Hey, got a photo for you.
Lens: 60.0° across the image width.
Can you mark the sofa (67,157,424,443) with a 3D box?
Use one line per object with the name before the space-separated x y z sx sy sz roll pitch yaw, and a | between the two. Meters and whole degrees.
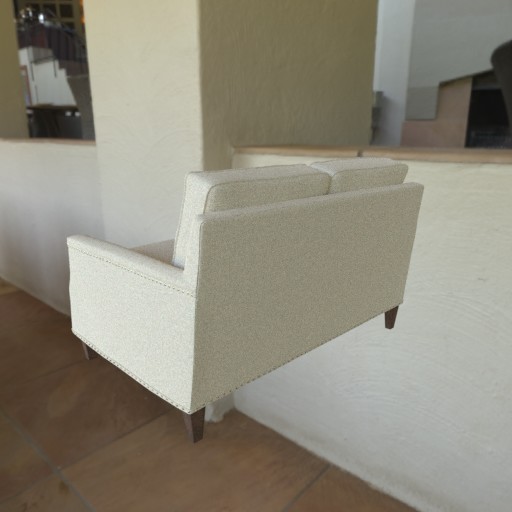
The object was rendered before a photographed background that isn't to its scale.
sofa | 0.000 0.000 2.318 1.597 1.003 1.084 -14 21 -42
